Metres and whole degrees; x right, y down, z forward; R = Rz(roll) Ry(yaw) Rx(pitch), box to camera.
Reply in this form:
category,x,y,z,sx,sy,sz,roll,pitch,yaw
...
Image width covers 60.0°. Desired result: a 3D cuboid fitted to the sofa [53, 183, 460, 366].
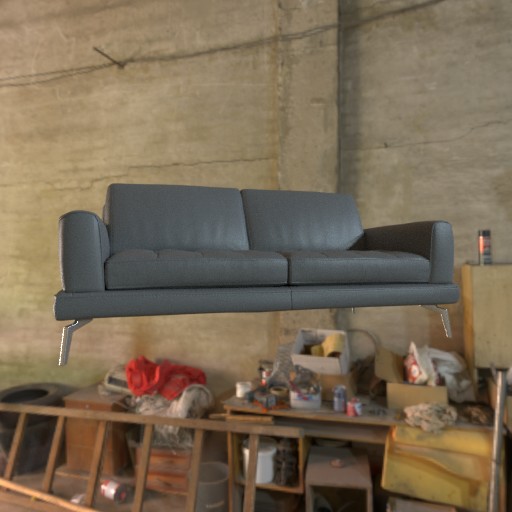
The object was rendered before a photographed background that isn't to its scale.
category,x,y,z,sx,sy,sz,roll,pitch,yaw
sofa,0.000,0.000,2.723,2.177,0.930,1.121,0,0,-17
